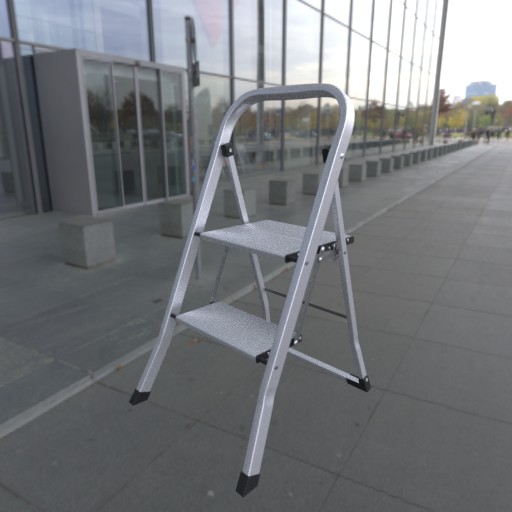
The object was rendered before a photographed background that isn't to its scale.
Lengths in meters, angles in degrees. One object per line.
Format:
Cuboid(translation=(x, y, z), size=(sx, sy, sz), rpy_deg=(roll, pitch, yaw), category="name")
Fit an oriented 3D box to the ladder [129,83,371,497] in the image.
Cuboid(translation=(0.000, 0.000, 1.131), size=(0.530, 0.830, 0.465), rpy_deg=(-15, 22, -42), category="ladder")
